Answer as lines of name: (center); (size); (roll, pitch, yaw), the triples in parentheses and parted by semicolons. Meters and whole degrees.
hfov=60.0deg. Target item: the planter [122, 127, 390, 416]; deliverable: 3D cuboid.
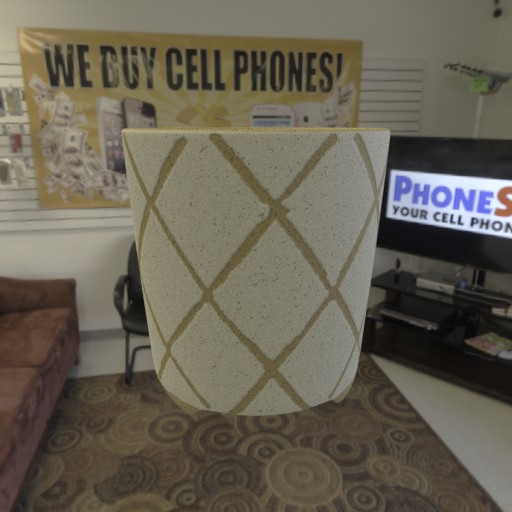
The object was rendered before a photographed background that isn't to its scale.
planter: (0.000, 0.000, 0.424); (0.228, 0.235, 0.228); (0, 17, 0)
